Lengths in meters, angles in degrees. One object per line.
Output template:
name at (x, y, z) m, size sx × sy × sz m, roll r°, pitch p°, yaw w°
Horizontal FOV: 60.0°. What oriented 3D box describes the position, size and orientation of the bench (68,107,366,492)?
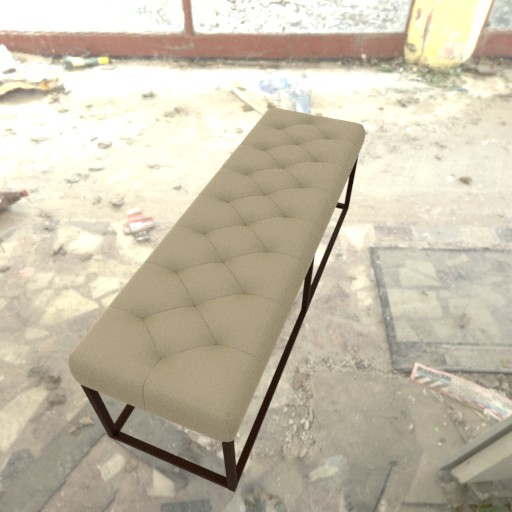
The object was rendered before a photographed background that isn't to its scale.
bench at (0.000, 0.000, 1.699) m, size 0.479 × 0.488 × 1.488 m, roll 16°, pitch 47°, yaw 15°
